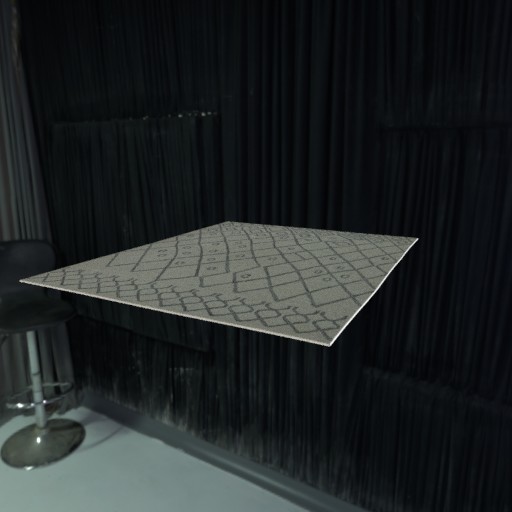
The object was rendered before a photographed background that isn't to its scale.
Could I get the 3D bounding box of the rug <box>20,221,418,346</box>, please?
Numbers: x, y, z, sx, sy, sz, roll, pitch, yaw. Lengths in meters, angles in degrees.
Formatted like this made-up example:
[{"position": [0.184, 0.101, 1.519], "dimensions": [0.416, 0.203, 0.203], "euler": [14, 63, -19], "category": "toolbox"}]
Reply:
[{"position": [0.000, 0.000, 4.112], "dimensions": [2.446, 0.015, 3.046], "euler": [7, 16, 27], "category": "rug"}]
